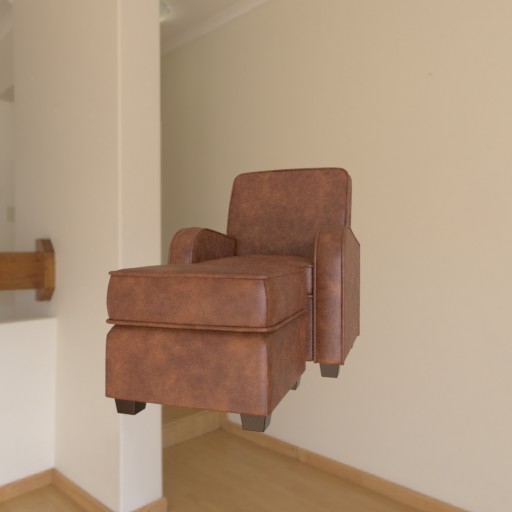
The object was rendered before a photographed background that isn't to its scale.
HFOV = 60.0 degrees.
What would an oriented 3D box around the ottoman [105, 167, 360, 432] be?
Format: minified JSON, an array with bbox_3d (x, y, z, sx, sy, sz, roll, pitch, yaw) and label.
[{"bbox_3d":[0.000,0.000,1.804,0.732,0.904,1.314,0,1,18],"label":"ottoman"}]
